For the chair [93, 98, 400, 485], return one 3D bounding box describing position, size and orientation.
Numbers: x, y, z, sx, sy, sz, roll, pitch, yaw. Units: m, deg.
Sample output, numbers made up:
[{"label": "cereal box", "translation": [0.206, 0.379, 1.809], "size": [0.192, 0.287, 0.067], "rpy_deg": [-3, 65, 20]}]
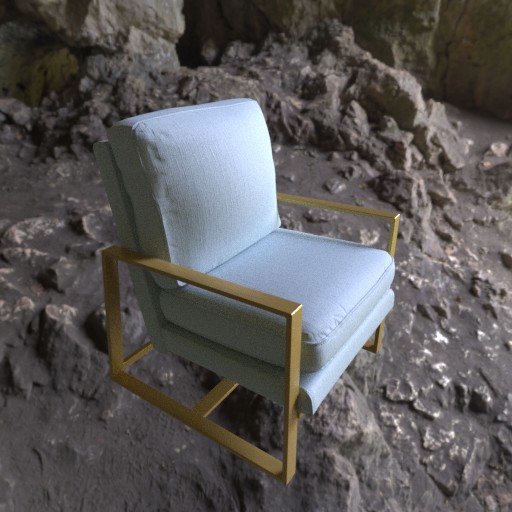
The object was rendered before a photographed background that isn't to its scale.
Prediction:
[{"label": "chair", "translation": [0.000, 0.000, 1.520], "size": [0.813, 0.956, 0.758], "rpy_deg": [17, 32, 30]}]
